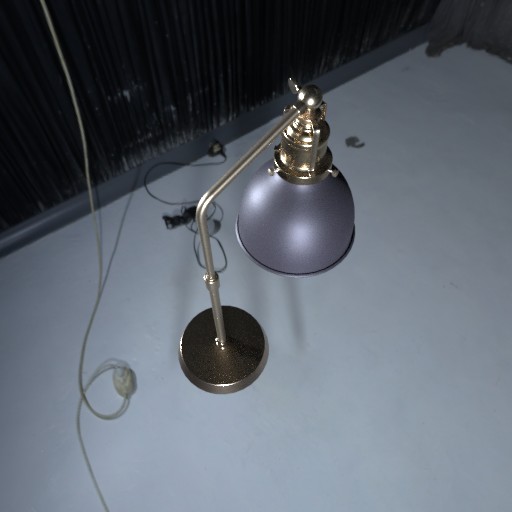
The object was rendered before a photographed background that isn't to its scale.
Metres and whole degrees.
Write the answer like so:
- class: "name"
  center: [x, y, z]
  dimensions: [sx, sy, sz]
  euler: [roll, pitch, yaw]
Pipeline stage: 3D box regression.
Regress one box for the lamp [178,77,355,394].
- class: "lamp"
  center: [0.000, 0.000, 0.580]
  dimensions: [0.291, 0.456, 0.160]
  euler: [-33, 63, -19]
